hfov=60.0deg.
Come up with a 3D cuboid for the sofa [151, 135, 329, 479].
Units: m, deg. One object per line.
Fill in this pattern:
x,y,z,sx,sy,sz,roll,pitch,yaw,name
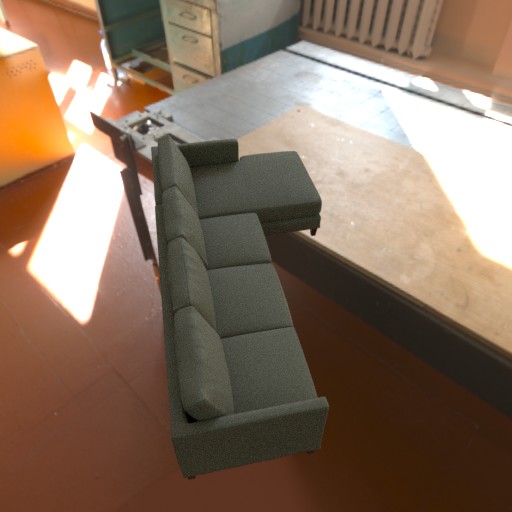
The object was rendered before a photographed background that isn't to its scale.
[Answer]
0.000,0.000,3.849,1.625,0.861,3.186,-8,45,-8,sofa
